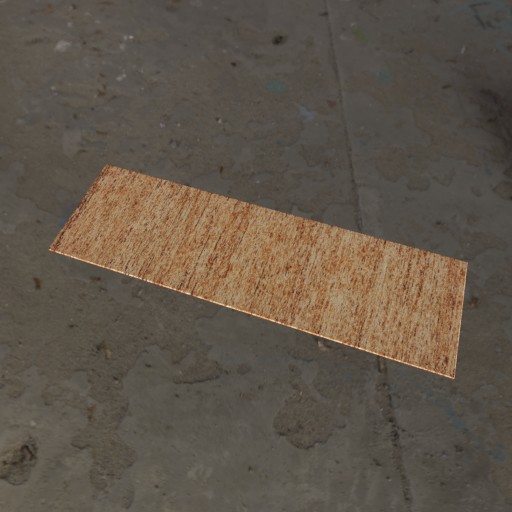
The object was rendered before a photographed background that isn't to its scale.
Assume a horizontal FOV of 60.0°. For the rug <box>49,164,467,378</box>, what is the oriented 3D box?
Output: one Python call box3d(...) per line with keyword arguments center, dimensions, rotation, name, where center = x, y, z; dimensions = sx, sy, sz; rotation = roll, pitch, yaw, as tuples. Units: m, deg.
box3d(center=(0.000, 0.000, 2.470), dimensions=(2.237, 0.014, 0.680), rotation=(16, 61, 10), name="rug")
